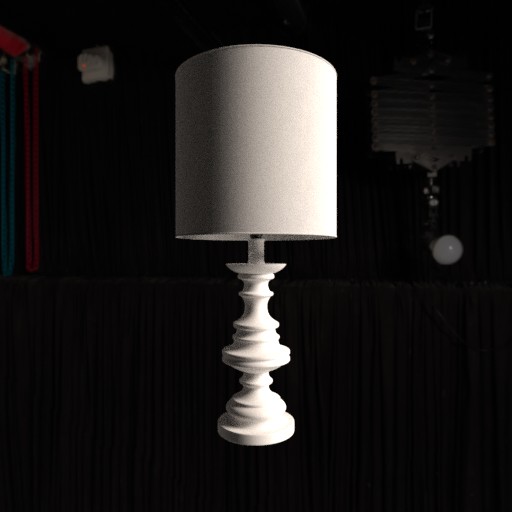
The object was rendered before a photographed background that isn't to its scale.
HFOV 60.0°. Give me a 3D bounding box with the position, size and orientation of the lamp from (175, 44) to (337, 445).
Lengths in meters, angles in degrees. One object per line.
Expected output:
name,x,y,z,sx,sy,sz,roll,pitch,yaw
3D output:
lamp,0.000,0.000,0.581,0.208,0.455,0.208,0,0,17
